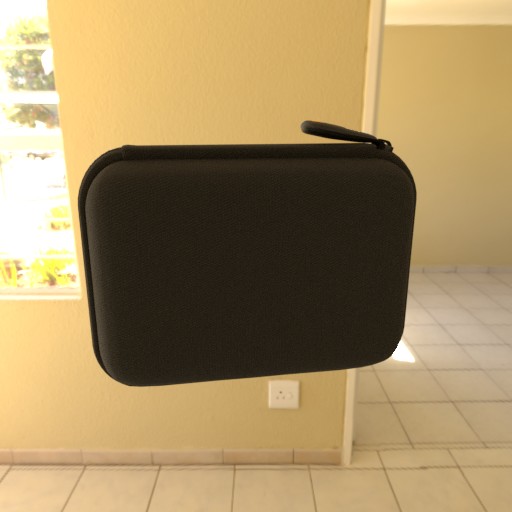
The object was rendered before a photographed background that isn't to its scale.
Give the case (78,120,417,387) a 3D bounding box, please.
[{"bbox_3d":[0.000,0.000,0.179,0.132,0.105,0.038,-3,15,-9],"label":"case"}]
